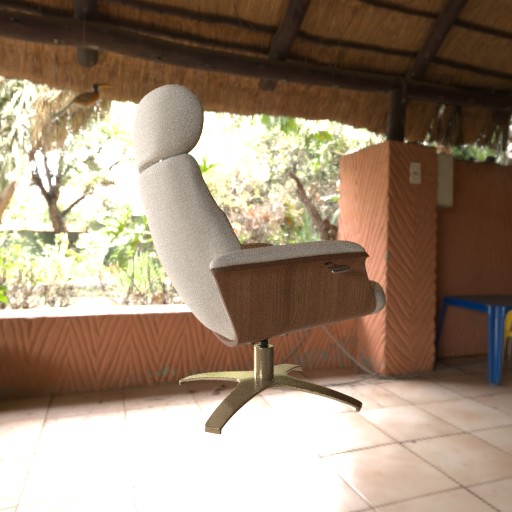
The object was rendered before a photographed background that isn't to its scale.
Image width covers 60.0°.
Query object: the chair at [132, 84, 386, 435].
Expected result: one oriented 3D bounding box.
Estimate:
[{"bbox_3d":[0.000,0.000,1.562,0.837,0.995,0.785,0,1,-20],"label":"chair"}]
